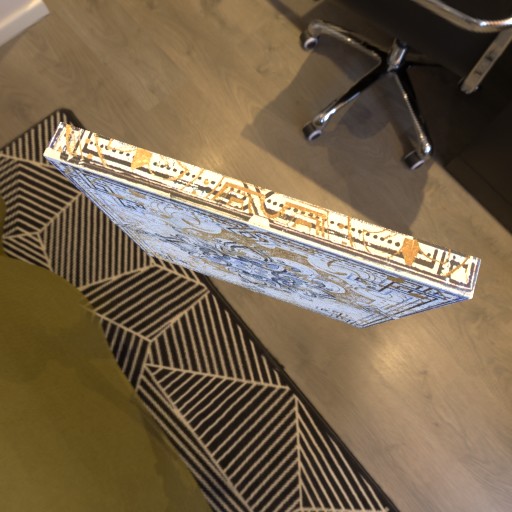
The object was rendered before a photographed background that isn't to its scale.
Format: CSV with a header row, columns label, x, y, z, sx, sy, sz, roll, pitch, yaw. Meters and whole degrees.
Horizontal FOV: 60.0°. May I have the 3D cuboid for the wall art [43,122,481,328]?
label,x,y,z,sx,sy,sz,roll,pitch,yaw
wall art,0.000,0.000,0.604,0.411,0.410,0.038,19,78,4
